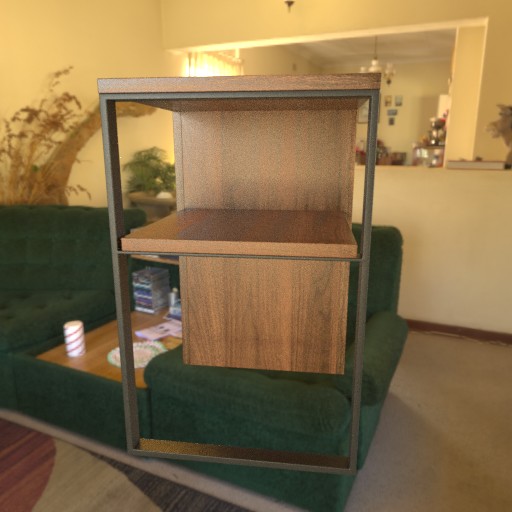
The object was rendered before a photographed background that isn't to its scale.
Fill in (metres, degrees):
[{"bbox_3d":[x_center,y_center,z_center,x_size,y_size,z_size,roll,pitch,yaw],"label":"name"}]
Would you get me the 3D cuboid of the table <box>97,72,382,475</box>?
[{"bbox_3d":[0.000,0.000,1.515,0.660,1.041,0.786,2,14,7],"label":"table"}]
